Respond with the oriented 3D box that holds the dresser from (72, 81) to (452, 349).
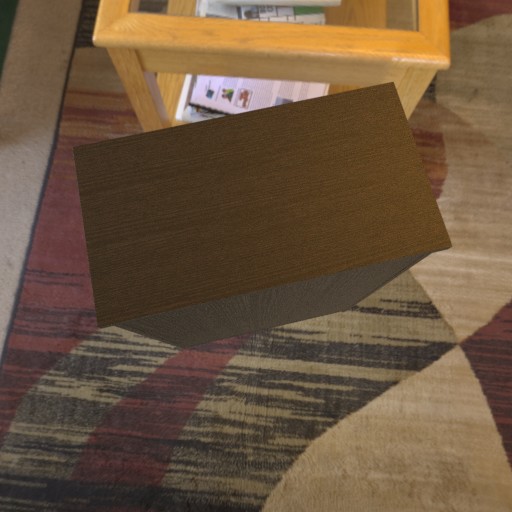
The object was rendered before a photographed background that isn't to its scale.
[{"bbox_3d":[0.000,0.000,1.396,0.704,1.020,0.399,-13,76,-3],"label":"dresser"}]
